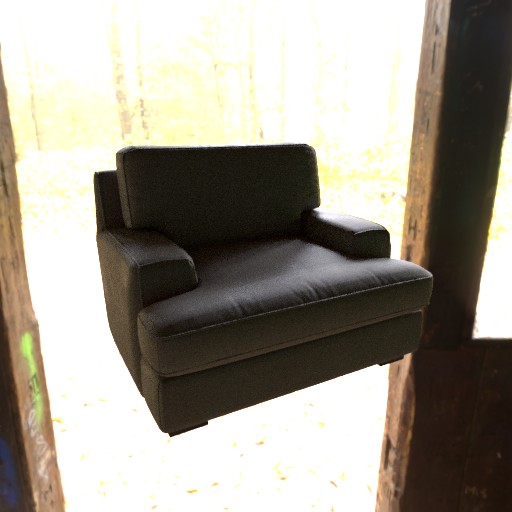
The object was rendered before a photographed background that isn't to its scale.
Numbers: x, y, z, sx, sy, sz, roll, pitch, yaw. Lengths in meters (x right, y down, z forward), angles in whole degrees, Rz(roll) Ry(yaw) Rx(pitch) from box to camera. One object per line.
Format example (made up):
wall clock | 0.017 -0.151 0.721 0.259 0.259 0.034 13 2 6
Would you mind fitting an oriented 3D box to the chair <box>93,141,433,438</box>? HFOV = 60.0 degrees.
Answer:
chair | 0.000 0.000 2.024 1.270 0.974 1.043 -9 19 -27
